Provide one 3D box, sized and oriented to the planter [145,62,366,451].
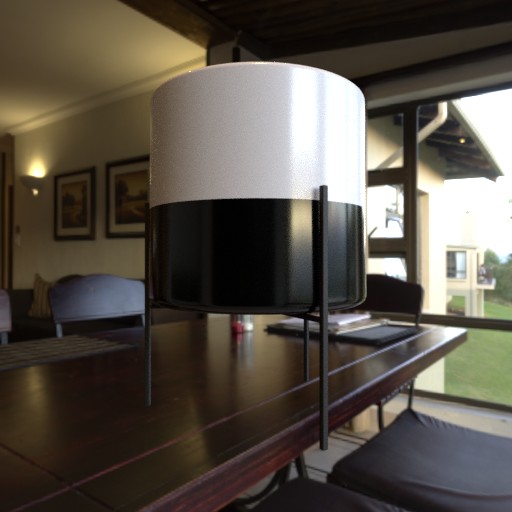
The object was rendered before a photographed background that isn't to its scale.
[{"bbox_3d":[0.000,0.000,0.641,0.310,0.432,0.310,0,0,18],"label":"planter"}]
